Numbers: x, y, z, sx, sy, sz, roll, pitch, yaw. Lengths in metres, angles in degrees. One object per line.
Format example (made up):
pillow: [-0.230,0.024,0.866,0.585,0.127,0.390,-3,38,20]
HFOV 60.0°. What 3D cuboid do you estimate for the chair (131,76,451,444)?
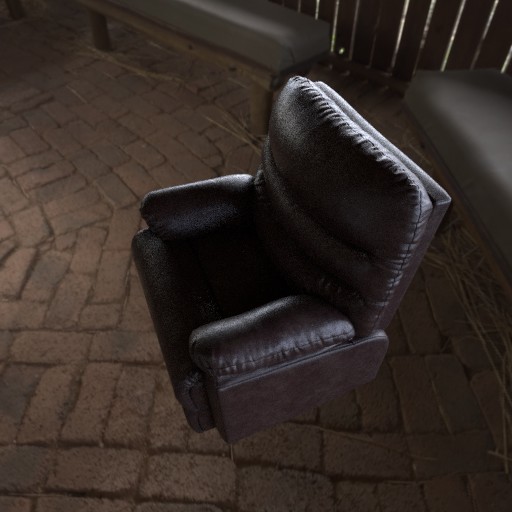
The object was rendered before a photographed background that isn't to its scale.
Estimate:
chair: [0.000,0.000,1.704,0.879,1.041,0.940,-17,49,-15]
